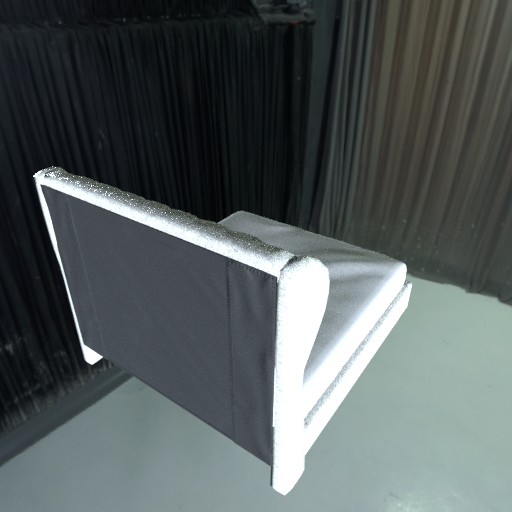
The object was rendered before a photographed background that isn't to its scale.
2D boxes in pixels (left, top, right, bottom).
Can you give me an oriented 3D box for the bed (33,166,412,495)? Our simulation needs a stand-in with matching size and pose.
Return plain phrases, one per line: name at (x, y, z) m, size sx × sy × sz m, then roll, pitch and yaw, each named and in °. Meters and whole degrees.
bed at (0.000, 0.000, 3.781) m, size 2.219 × 1.771 × 2.347 m, roll 21°, pitch 37°, yaw 30°
